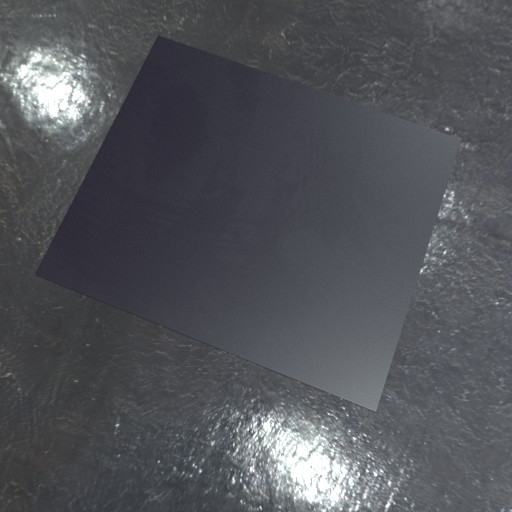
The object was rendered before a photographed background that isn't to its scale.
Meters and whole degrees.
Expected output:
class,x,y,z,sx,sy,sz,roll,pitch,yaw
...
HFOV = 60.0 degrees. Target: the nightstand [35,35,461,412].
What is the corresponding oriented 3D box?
class,x,y,z,sx,sy,sz,roll,pitch,yaw
nightstand,0.000,0.000,0.918,0.479,0.623,0.402,21,78,5
